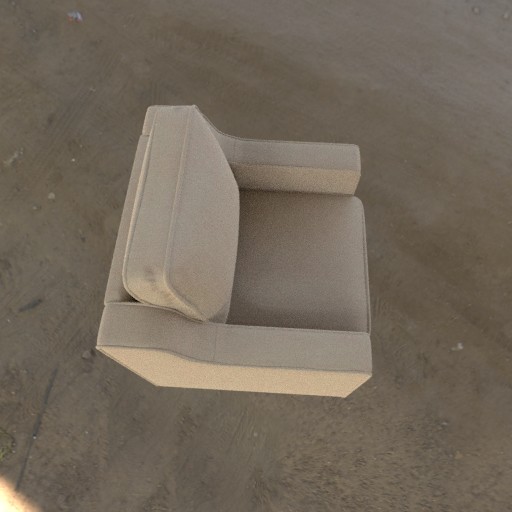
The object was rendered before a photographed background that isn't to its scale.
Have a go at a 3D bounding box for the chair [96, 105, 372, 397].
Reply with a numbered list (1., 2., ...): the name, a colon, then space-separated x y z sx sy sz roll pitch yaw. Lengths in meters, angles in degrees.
1. chair: 0.000 0.000 1.718 0.882 0.948 0.922 3 64 1
